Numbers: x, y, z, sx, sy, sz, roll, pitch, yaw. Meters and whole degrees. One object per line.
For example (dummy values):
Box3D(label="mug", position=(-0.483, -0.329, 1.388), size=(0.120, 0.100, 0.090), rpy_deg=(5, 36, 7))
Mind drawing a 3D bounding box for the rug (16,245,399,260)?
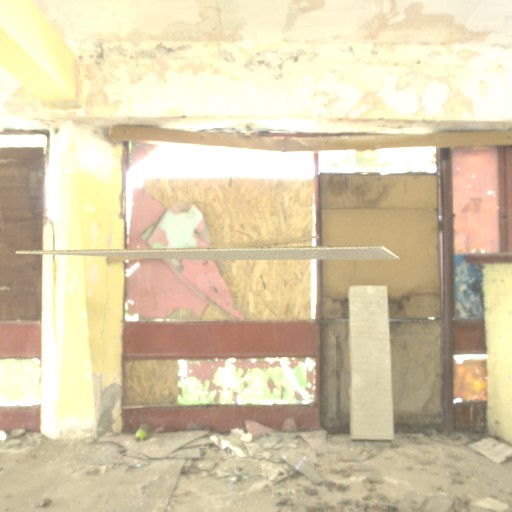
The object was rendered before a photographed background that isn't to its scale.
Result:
Box3D(label="rug", position=(0.000, 0.000, 4.060), size=(2.420, 0.019, 3.038), rpy_deg=(-1, -2, 19))
